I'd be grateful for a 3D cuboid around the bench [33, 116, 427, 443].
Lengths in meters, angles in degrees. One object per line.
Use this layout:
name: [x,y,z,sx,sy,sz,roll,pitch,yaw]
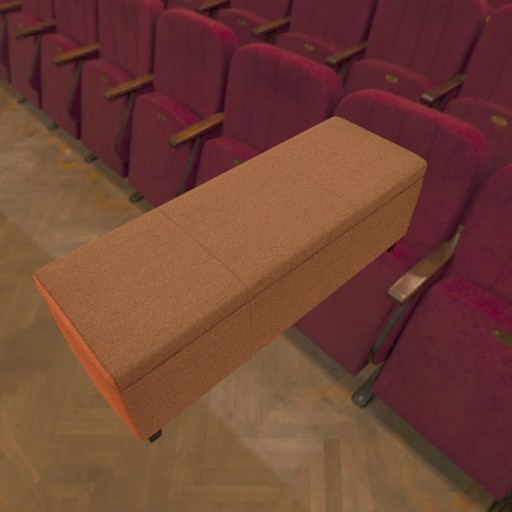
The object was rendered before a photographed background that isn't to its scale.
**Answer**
bench: [0.000,0.000,1.515,1.269,0.438,0.446,-33,55,-28]
